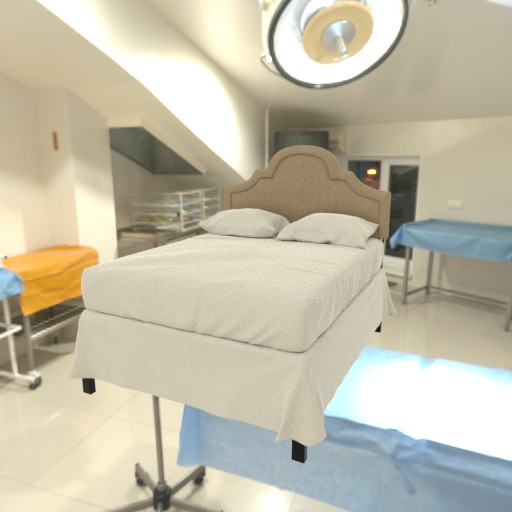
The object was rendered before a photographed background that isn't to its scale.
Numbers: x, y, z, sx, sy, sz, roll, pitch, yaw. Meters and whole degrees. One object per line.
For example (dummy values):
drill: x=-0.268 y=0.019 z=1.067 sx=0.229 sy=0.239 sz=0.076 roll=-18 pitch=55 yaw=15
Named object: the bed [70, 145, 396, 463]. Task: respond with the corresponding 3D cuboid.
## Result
bed: x=0.000 y=0.000 z=3.310 sx=1.780 sy=1.634 sz=2.222 roll=6 pitch=14 yaw=26
